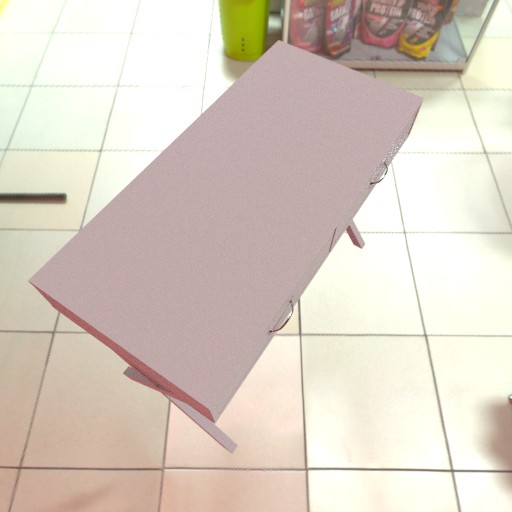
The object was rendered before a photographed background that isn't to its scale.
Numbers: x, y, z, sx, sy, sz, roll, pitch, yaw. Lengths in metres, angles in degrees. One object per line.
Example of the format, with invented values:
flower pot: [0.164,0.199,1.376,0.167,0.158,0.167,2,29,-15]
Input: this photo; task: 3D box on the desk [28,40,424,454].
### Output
desk: [0.000,0.000,1.478,0.525,0.780,1.057,30,64,16]
